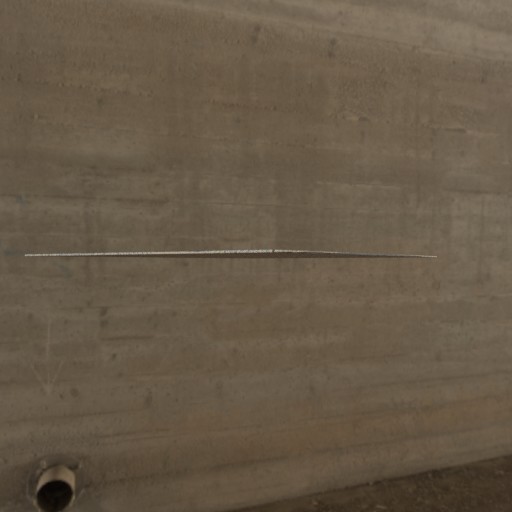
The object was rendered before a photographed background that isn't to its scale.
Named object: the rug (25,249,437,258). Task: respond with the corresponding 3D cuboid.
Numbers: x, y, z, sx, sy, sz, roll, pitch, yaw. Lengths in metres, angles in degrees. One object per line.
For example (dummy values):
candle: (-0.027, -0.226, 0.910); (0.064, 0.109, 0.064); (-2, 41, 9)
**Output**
rug: (0.000, 0.000, 4.123); (2.457, 0.015, 3.049); (-1, -1, 36)
